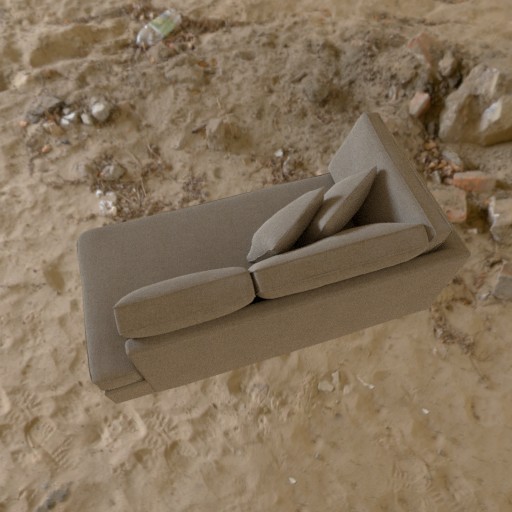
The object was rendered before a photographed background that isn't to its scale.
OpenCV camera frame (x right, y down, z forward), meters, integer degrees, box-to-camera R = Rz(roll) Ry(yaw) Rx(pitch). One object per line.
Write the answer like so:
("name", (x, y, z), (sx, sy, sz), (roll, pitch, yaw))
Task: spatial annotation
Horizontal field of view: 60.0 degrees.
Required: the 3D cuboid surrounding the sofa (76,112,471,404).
("sofa", (0.000, 0.000, 2.859), (2.238, 1.019, 1.110), (-15, 60, -9))
